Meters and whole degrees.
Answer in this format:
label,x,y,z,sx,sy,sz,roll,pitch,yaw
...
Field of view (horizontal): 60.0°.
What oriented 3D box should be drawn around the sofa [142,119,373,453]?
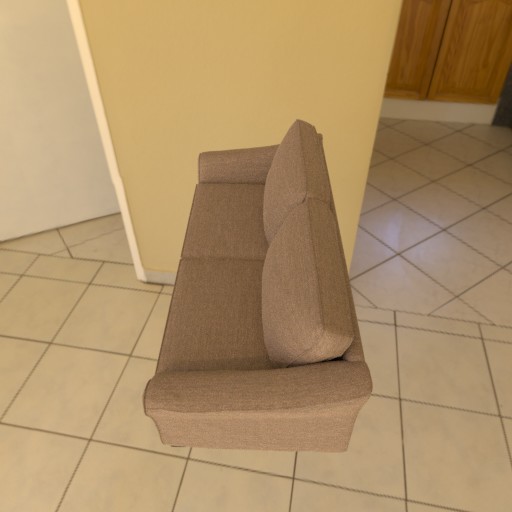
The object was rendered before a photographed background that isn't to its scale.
label,x,y,z,sx,sy,sz,roll,pitch,yaw
sofa,0.000,0.000,2.767,0.980,0.965,2.270,1,42,1
